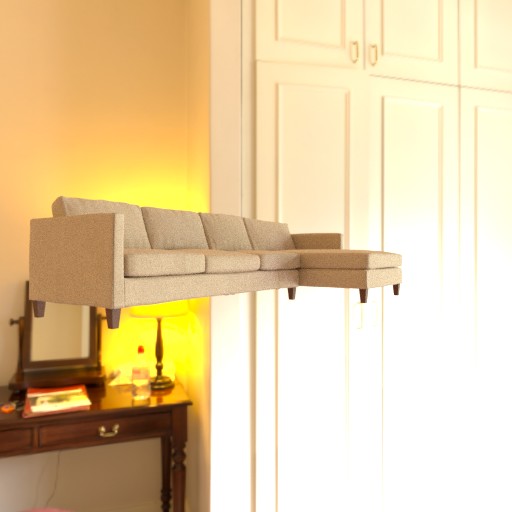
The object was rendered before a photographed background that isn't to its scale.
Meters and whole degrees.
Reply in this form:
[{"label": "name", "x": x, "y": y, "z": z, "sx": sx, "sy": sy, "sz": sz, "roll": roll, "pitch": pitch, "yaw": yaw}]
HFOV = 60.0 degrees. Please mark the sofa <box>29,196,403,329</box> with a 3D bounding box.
[{"label": "sofa", "x": 0.000, "y": 0.000, "z": 3.898, "sx": 1.625, "sy": 0.846, "sz": 3.186, "roll": 0, "pitch": 0, "yaw": 35}]
